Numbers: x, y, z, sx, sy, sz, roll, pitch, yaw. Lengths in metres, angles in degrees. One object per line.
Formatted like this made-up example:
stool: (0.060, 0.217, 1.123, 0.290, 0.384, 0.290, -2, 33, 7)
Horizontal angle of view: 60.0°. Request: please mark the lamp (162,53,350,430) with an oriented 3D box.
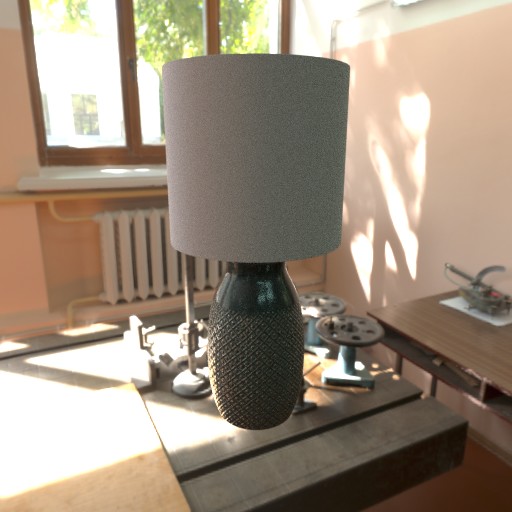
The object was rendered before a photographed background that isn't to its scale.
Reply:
lamp: (0.000, 0.000, 0.579, 0.217, 0.453, 0.217, 2, 16, 8)
